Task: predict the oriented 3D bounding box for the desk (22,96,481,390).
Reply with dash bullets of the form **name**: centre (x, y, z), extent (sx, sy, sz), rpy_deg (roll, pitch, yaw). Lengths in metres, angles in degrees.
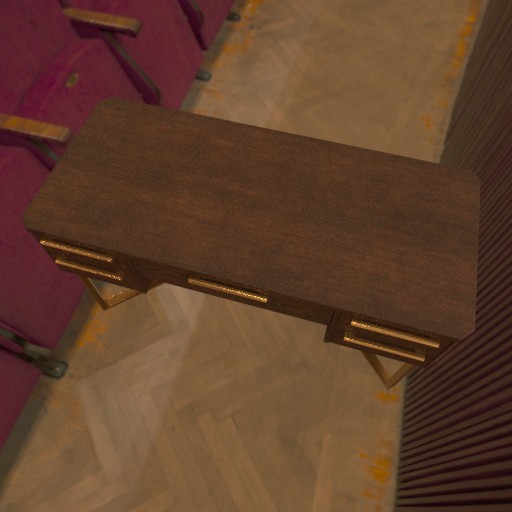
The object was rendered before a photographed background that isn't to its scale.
- **desk**: centre (0.000, 0.000, 1.852), extent (1.479, 0.762, 0.684), rpy_deg (14, 61, 8)
